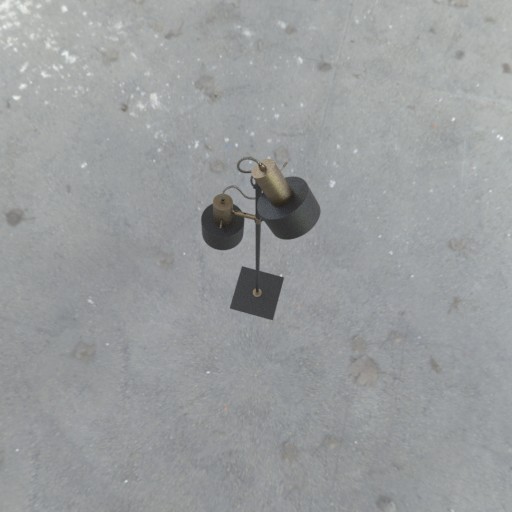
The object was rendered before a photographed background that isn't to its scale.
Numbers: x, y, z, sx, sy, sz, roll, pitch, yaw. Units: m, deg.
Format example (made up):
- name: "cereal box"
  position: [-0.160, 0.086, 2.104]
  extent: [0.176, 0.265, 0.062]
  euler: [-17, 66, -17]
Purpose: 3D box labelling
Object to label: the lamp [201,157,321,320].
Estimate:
- name: "lamp"
  position: [0.000, 0.000, 1.615]
  extent: [0.315, 1.505, 0.233]
  euler: [15, 75, 4]
